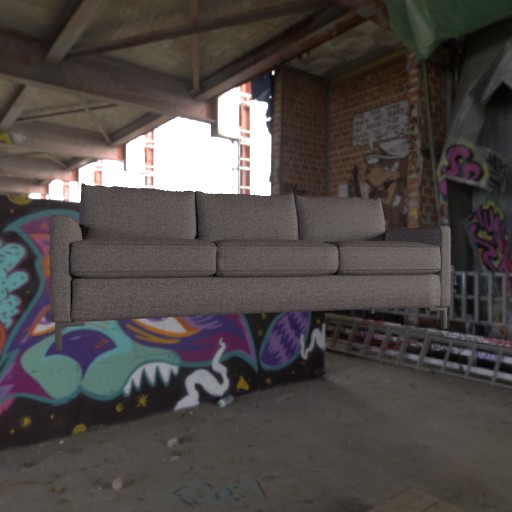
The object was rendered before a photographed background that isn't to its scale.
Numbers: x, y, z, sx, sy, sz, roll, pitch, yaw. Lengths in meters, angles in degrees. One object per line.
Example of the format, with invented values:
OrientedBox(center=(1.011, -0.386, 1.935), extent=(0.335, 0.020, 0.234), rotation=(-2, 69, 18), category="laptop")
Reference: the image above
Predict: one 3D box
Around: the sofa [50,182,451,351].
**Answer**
OrientedBox(center=(0.000, 0.000, 2.736), extent=(2.253, 0.882, 0.876), rotation=(0, 0, -18), category="sofa")
